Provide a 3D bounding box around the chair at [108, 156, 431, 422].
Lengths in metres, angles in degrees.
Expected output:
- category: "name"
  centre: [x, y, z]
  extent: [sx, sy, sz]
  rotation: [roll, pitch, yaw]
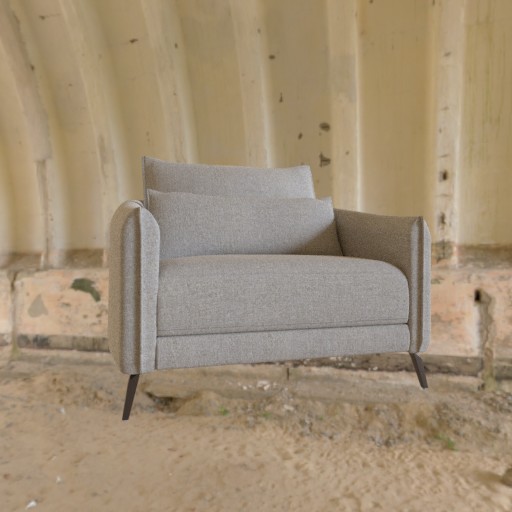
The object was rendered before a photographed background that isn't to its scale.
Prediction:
- category: "chair"
  centre: [0.000, 0.000, 1.624]
  extent: [1.029, 0.856, 0.801]
  rotation: [0, 0, -18]
